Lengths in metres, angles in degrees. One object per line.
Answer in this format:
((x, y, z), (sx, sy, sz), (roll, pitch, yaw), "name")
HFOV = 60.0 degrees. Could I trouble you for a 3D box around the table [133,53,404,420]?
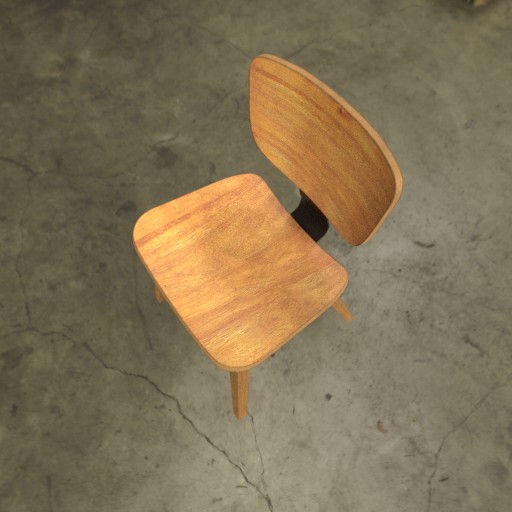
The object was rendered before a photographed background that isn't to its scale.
((0.000, 0.000, 1.137), (0.500, 0.805, 0.499), (-33, 67, -16), "table")
